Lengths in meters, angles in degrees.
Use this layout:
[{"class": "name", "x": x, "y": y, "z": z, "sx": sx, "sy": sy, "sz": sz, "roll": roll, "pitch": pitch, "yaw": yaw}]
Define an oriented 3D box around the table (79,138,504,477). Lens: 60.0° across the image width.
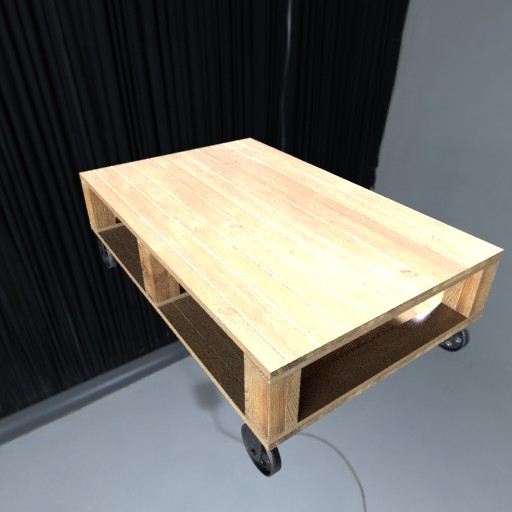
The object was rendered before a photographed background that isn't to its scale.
[{"class": "table", "x": 0.000, "y": 0.000, "z": 1.632, "sx": 0.827, "sy": 0.413, "sz": 1.299, "roll": -20, "pitch": 37, "yaw": -29}]
